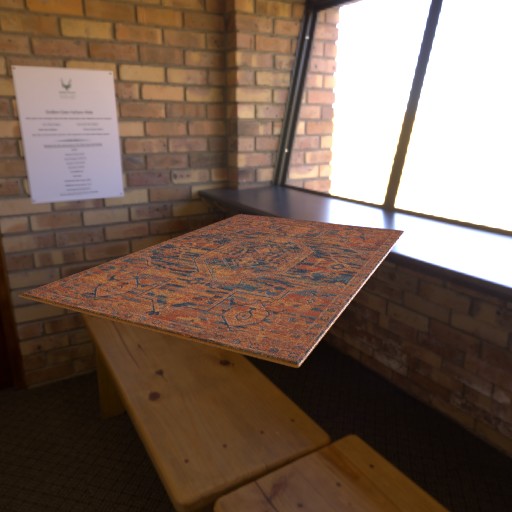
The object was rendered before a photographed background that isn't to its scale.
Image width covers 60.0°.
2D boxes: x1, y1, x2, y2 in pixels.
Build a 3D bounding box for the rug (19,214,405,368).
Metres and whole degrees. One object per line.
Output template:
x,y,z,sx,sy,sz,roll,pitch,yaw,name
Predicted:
0.000,0.000,2.194,1.148,0.013,1.758,8,19,26,rug
